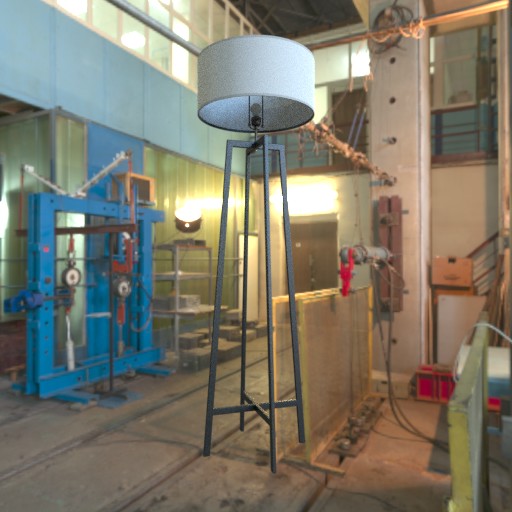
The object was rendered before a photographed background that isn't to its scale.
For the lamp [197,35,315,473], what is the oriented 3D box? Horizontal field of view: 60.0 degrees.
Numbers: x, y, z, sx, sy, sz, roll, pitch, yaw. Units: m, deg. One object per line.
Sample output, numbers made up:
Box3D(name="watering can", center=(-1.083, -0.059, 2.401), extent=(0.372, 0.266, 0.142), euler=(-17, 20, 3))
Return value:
Box3D(name="lamp", center=(0.000, 0.000, 1.739), extent=(0.457, 1.510, 0.456), euler=(0, 0, -18))
